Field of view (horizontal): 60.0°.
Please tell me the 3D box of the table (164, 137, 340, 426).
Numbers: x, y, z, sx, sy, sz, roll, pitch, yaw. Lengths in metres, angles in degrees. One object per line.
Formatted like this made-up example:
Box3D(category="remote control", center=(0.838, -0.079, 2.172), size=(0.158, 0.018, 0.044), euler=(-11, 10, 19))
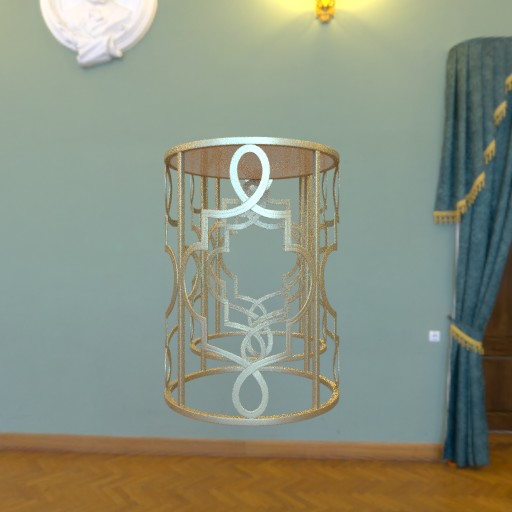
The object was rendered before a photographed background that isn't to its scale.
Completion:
Box3D(category="table", center=(0.000, 0.000, 1.162), size=(0.420, 0.564, 0.846), euler=(0, 0, 2))
